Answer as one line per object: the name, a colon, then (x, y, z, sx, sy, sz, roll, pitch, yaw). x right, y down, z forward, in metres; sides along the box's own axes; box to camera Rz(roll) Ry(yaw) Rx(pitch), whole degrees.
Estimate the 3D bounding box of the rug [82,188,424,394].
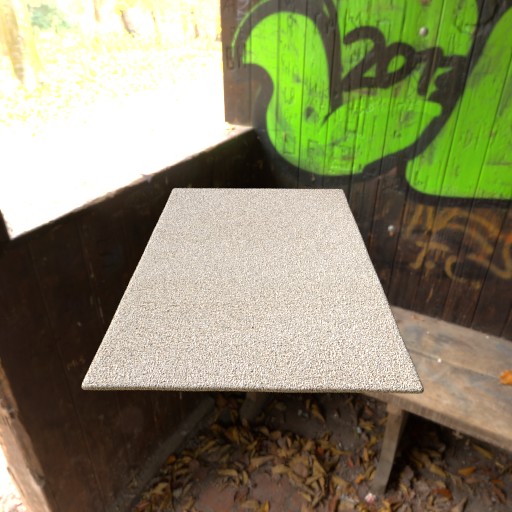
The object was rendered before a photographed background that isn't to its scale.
rug: (0.000, 0.000, 3.466, 1.778, 0.030, 2.743, 0, 31, 1)
